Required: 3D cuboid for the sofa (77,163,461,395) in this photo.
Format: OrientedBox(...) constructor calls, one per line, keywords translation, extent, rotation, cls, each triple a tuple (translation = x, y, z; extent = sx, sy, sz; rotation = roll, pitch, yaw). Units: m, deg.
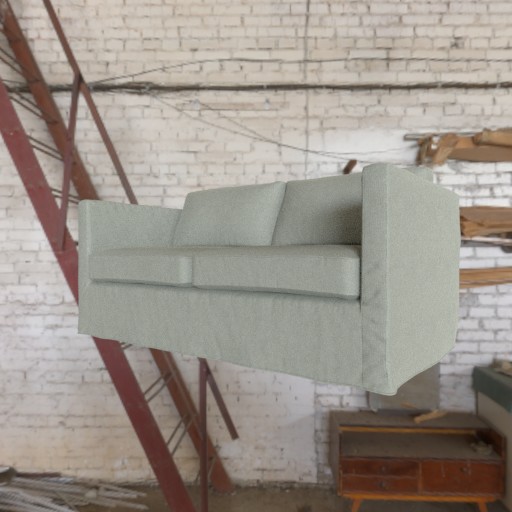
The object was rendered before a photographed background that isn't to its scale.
OrientedBox(translation=(0.000, 0.000, 2.212), extent=(1.727, 0.830, 0.944), rotation=(0, 1, 37), cls="sofa")
